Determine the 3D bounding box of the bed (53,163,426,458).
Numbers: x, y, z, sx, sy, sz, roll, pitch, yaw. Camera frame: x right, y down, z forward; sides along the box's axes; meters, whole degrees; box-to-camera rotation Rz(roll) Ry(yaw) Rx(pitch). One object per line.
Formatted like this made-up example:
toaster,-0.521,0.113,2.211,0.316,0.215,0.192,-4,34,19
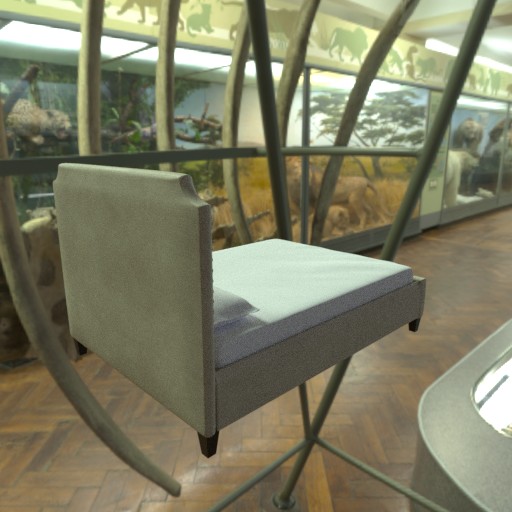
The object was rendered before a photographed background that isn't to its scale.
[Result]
bed,0.000,0.000,3.425,2.372,1.443,1.712,-14,20,-42
